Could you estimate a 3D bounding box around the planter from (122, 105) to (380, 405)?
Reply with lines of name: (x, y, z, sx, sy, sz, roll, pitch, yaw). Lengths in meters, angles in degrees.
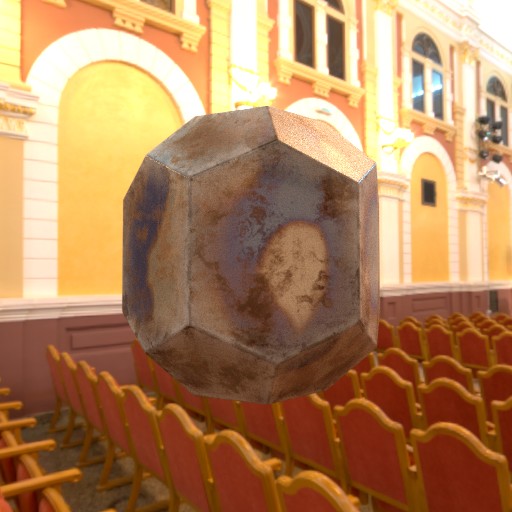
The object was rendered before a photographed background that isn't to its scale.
planter: (0.000, 0.000, 0.417, 0.221, 0.238, 0.243, 1, -2, -38)
